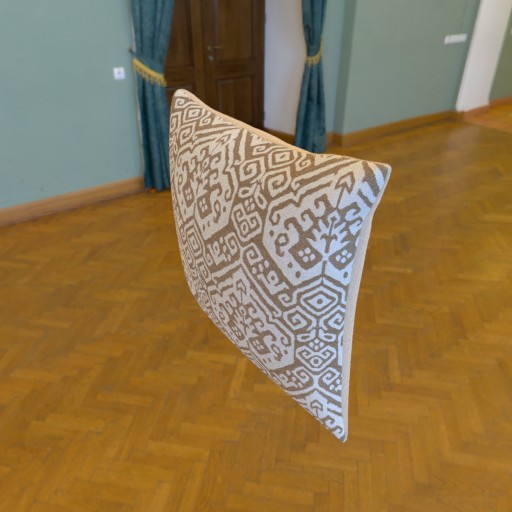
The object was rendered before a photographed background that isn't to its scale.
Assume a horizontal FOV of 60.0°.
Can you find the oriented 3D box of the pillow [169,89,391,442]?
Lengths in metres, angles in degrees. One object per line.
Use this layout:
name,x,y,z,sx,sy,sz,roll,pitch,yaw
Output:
pillow,0.000,0.000,0.655,0.173,0.407,0.419,-21,38,-30
